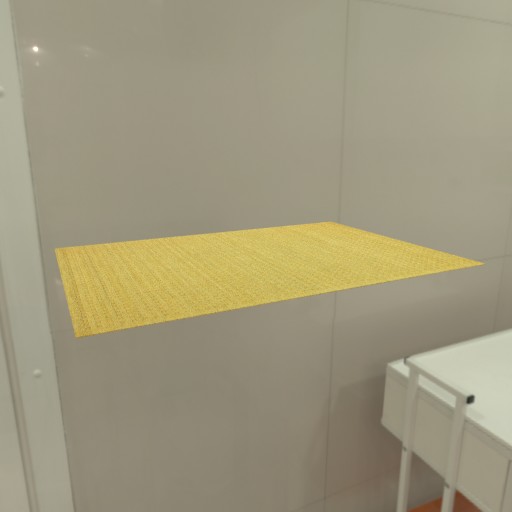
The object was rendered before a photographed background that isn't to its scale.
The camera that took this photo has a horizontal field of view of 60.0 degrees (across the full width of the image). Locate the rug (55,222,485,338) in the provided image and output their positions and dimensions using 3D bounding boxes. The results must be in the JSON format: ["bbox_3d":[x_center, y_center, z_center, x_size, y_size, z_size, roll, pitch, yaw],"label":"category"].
[{"bbox_3d":[0.000,0.000,3.589,2.895,0.006,1.981,-7,16,-25],"label":"rug"}]
